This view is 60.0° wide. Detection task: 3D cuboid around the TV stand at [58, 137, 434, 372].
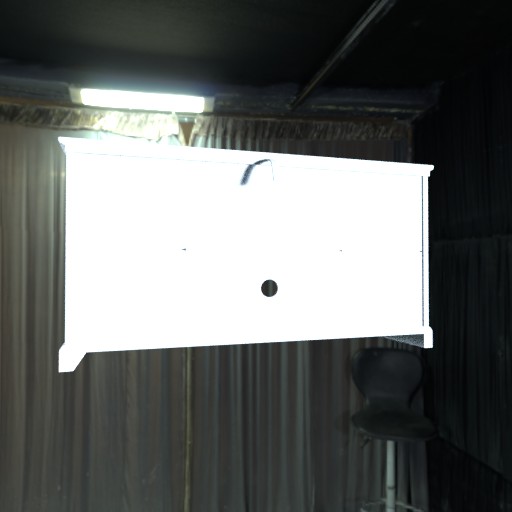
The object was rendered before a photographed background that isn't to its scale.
[{"bbox_3d":[0.000,0.000,1.483,1.187,0.624,0.424,0,-1,-17],"label":"TV stand"}]
